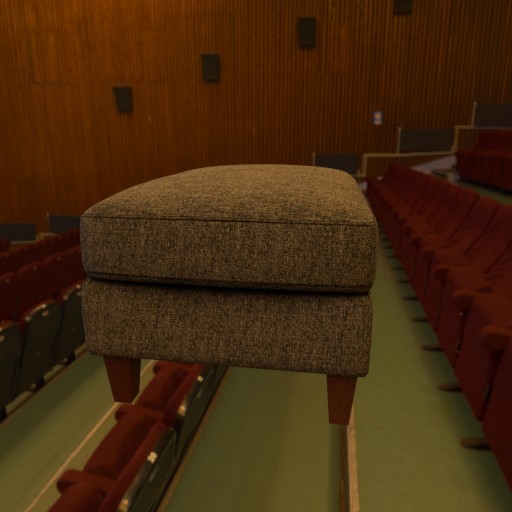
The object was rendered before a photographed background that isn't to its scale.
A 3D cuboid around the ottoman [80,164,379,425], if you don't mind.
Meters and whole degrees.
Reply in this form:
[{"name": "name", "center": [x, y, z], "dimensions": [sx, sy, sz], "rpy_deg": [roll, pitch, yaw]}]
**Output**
[{"name": "ottoman", "center": [0.000, 0.000, 1.242], "dimensions": [0.584, 0.483, 0.864], "rpy_deg": [2, 16, 9]}]
